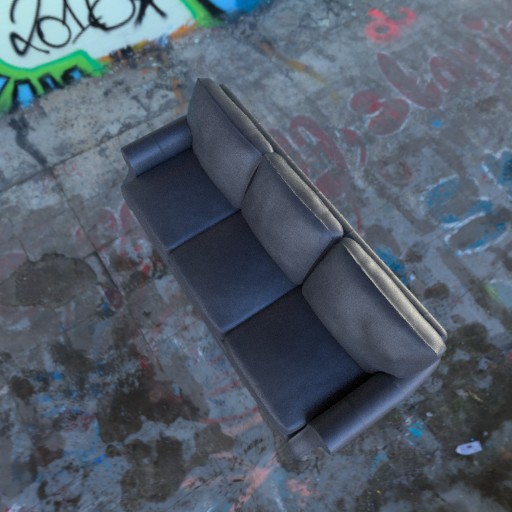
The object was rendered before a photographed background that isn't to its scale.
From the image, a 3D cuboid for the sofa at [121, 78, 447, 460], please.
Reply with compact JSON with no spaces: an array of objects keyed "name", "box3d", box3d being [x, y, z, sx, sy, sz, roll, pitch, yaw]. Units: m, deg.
[{"name":"sofa","box3d":[0.000,0.000,2.842,0.974,0.977,2.387,-31,68,-14]}]
